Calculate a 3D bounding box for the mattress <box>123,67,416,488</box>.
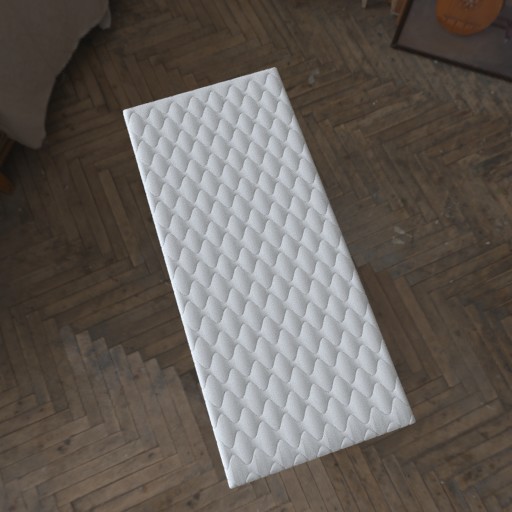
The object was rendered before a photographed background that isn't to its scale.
[{"bbox_3d":[0.000,0.000,2.303,0.900,0.200,2.000,-18,76,-5],"label":"mattress"}]
